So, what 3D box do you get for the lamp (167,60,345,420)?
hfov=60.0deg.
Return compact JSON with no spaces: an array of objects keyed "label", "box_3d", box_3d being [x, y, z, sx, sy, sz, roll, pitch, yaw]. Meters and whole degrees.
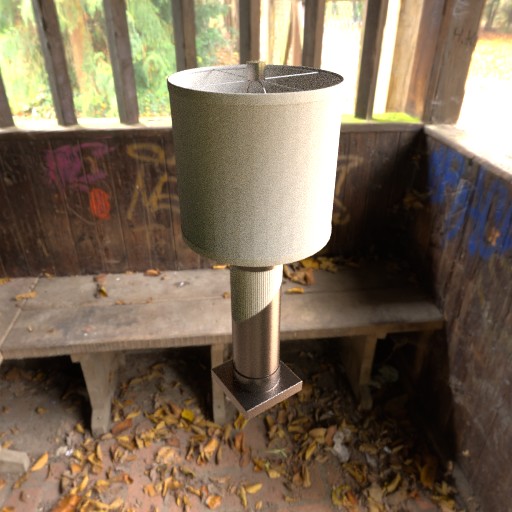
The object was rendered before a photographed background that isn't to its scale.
[{"label":"lamp","box_3d":[0.000,0.000,0.630,0.202,0.509,0.202,-19,36,-29]}]
